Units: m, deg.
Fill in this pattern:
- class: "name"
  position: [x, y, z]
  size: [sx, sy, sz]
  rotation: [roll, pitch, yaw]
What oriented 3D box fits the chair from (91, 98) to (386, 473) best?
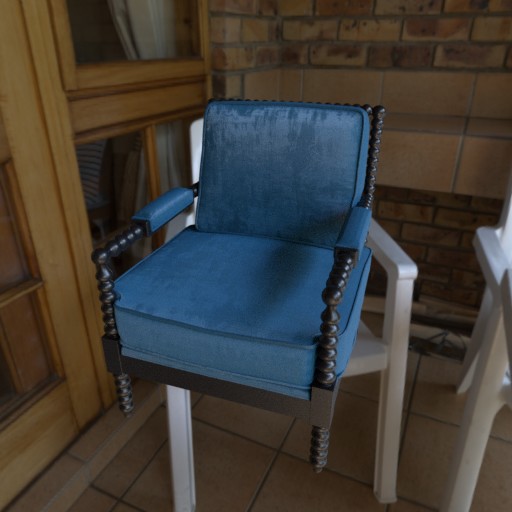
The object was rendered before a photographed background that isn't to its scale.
- class: "chair"
  position: [0.000, 0.000, 1.397]
  size: [0.688, 0.857, 0.805]
  rotation: [9, 27, 17]
